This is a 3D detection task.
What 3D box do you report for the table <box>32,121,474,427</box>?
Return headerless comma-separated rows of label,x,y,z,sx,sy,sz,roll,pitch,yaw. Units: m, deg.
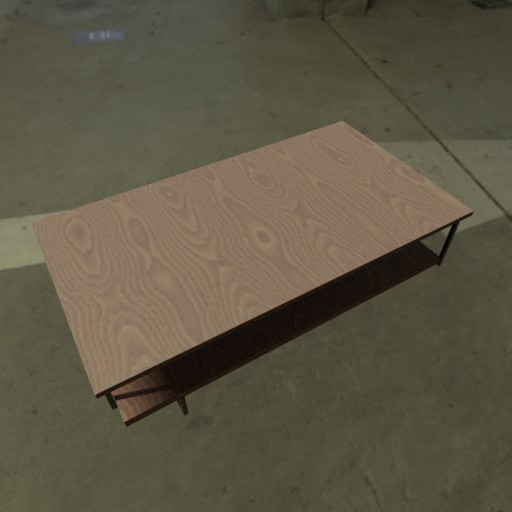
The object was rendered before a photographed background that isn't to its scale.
table,0.000,0.000,1.485,1.197,0.347,0.651,-23,50,-21
